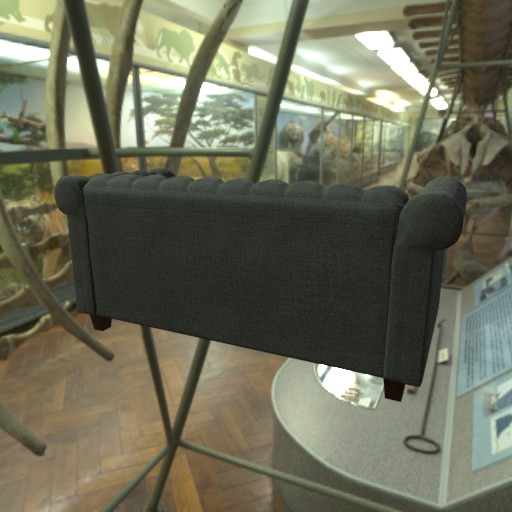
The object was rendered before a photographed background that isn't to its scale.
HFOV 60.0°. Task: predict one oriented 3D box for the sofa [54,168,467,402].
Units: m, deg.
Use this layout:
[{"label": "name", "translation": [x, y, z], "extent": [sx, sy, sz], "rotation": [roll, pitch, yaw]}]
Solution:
[{"label": "sofa", "translation": [0.000, 0.000, 2.163], "extent": [1.798, 0.797, 0.783], "rotation": [7, 16, 25]}]
